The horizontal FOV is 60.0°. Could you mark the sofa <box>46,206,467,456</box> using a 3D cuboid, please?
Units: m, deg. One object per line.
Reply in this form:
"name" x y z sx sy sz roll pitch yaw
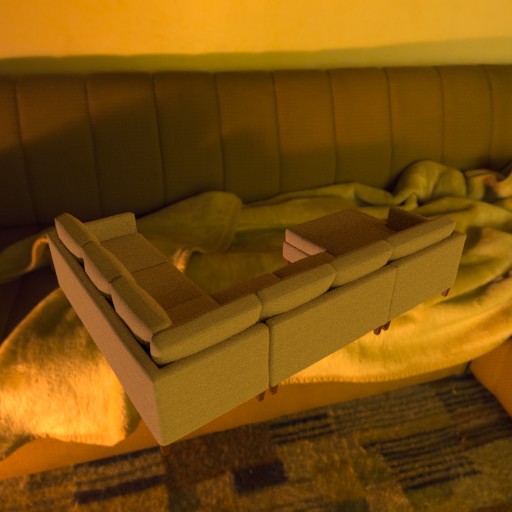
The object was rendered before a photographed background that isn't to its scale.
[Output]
"sofa" 0.000 0.000 4.603 3.460 0.961 2.594 -20 35 -31
